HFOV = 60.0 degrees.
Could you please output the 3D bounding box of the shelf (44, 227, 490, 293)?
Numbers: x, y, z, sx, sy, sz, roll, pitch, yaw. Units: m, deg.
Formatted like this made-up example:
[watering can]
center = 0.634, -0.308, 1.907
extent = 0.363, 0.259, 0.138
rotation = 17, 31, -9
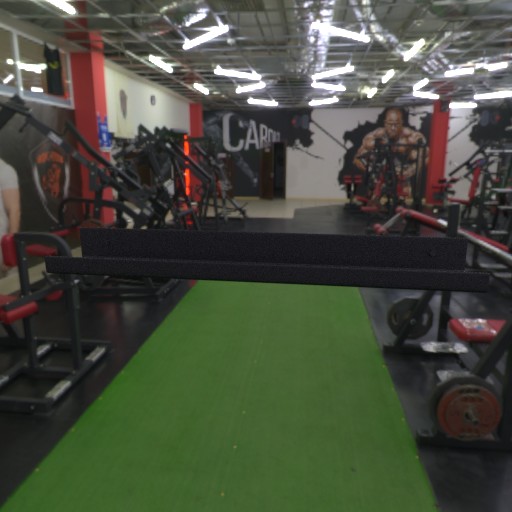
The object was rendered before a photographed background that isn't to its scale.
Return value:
[shelf]
center = 0.000, 0.000, 0.644
extent = 0.605, 0.053, 0.102
rotation = 2, 13, 9
